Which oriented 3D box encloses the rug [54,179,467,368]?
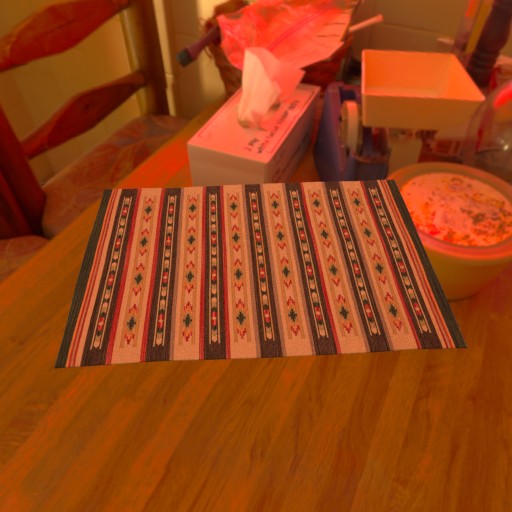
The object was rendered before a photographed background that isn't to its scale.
[{"bbox_3d":[0.000,0.000,2.354,1.825,0.009,1.221,-2,47,-2],"label":"rug"}]
